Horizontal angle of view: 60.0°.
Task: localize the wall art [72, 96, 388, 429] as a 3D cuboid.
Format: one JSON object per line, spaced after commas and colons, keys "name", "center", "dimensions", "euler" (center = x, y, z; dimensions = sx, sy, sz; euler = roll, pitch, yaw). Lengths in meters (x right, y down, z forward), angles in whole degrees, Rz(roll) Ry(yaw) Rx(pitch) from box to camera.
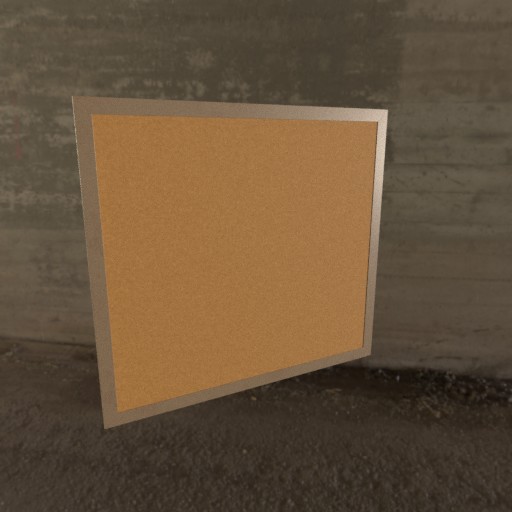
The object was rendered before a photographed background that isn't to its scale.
{"name": "wall art", "center": [0.000, 0.000, 1.640], "dimensions": [1.168, 1.067, 0.025], "euler": [-7, 16, -27]}
